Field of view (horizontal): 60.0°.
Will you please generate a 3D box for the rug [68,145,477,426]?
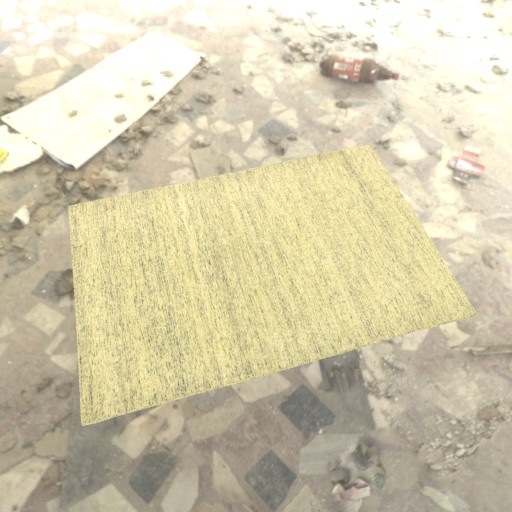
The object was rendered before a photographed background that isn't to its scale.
[{"bbox_3d":[0.000,0.000,2.821,2.263,0.017,1.523,-13,57,-9],"label":"rug"}]
